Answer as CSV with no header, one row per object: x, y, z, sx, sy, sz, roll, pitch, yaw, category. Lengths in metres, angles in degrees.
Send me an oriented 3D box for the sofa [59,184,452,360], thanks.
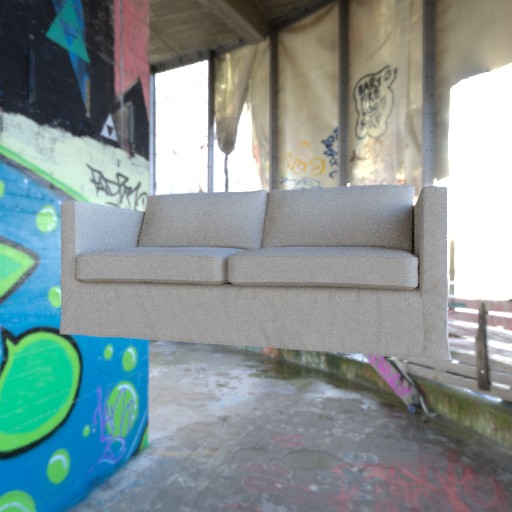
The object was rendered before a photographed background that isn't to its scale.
0.000,0.000,2.511,1.959,0.835,0.962,0,1,17,sofa
